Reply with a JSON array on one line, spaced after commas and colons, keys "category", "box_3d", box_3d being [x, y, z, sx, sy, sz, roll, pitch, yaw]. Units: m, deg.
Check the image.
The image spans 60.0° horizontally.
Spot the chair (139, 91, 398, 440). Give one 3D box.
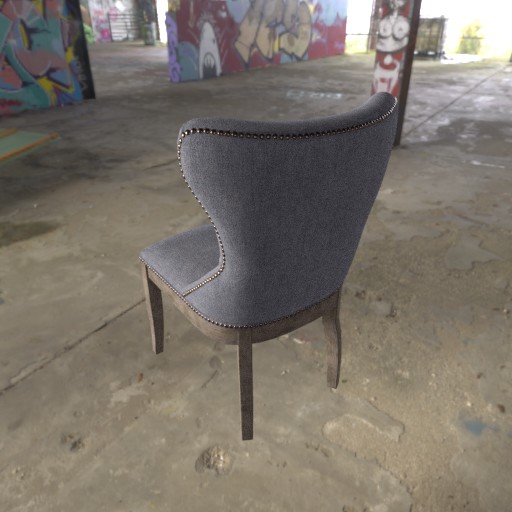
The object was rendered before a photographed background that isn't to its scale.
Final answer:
[{"category": "chair", "box_3d": [0.000, 0.000, 1.425, 0.654, 1.002, 0.681, -19, 35, -30]}]
